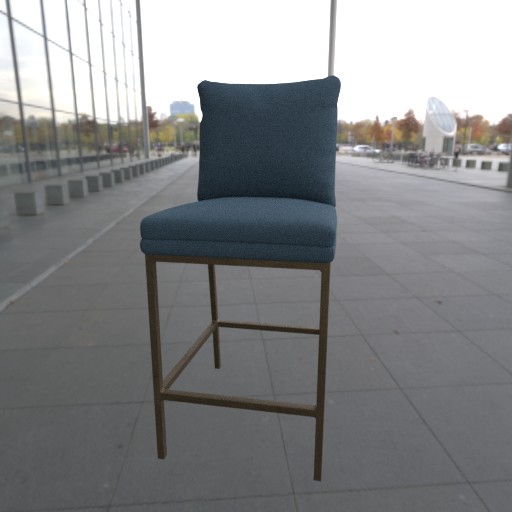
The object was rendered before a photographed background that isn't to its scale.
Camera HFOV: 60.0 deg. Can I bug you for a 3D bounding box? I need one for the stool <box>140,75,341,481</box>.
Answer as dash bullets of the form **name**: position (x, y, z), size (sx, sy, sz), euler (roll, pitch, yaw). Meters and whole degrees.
- **stool**: position (0.000, 0.000, 1.302), size (0.463, 1.032, 0.568), euler (3, 14, 11)
